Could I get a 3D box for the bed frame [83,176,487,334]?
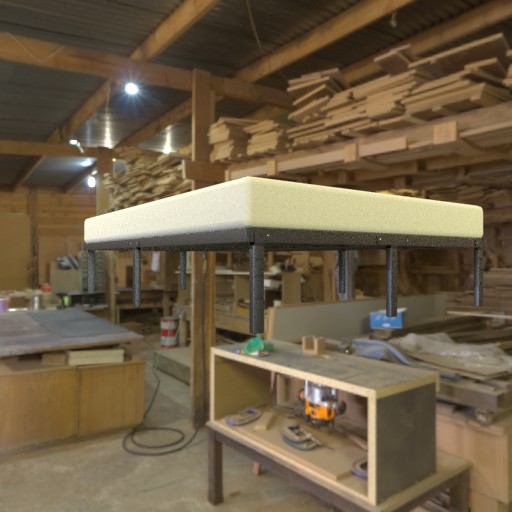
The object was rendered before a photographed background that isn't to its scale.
[{"bbox_3d":[0.000,0.000,3.506,1.990,0.680,2.635,0,0,-35],"label":"bed frame"}]
